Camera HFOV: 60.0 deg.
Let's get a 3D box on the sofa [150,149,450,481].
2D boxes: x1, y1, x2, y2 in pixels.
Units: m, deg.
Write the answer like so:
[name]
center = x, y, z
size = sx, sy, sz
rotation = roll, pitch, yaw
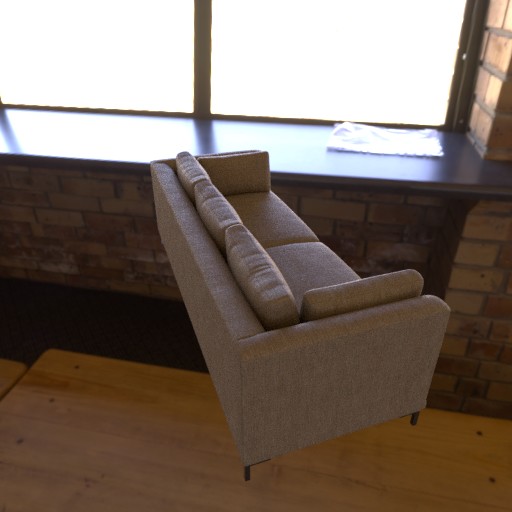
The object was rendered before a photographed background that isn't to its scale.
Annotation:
[sofa]
center = 0.000, 0.000, 2.893
size = 0.969, 0.867, 2.415
rotation = -10, 32, -17
